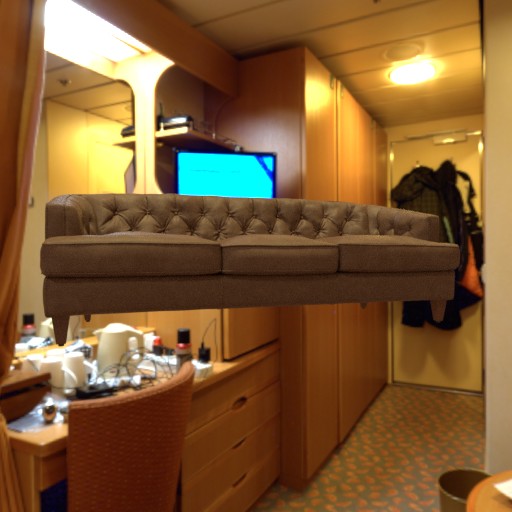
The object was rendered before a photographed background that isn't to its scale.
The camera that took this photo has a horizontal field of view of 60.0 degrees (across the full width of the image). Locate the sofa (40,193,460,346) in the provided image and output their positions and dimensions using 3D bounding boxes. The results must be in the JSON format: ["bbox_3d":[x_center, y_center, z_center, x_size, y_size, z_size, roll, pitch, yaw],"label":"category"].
[{"bbox_3d":[0.000,0.000,2.618,2.227,0.787,0.927,0,1,-19],"label":"sofa"}]
